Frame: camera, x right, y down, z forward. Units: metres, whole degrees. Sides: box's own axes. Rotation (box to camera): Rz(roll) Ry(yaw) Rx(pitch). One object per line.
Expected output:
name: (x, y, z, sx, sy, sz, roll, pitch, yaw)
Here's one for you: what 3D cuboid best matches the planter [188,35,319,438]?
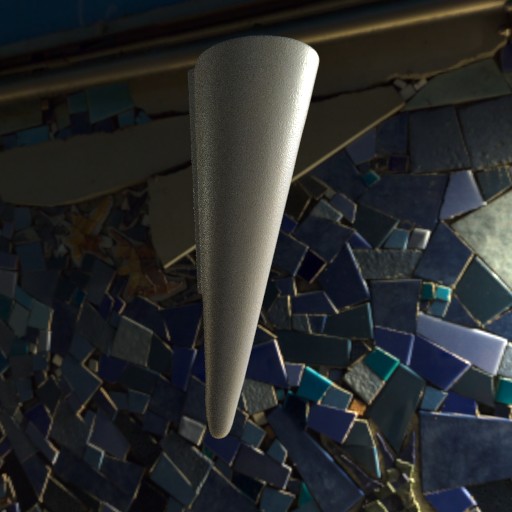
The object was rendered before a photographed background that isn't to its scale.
planter: (0.000, 0.000, 0.221, 0.064, 0.191, 0.057, -1, -1, 36)
